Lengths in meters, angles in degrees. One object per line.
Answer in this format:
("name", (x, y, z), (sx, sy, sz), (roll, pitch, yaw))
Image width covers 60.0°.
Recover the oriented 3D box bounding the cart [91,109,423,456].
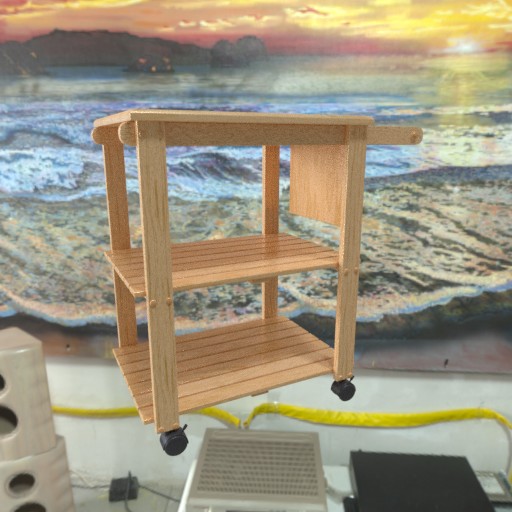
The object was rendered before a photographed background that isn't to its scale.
("cart", (0.000, 0.000, 1.360), (0.843, 0.816, 0.520), (-7, 16, -26))
